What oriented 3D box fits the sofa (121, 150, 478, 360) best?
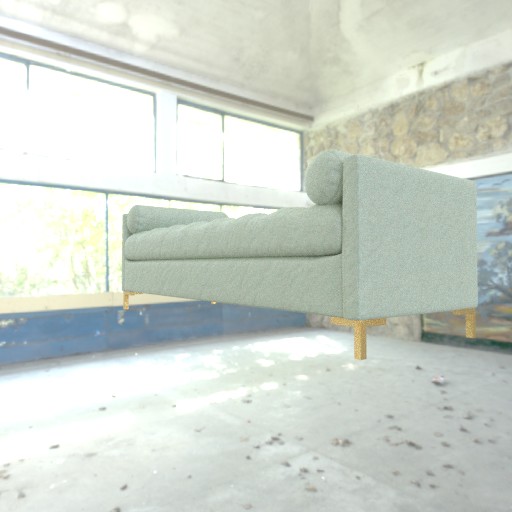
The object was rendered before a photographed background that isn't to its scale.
[{"bbox_3d":[0.000,0.000,2.450,0.796,0.705,2.102,1,-2,-37],"label":"sofa"}]
